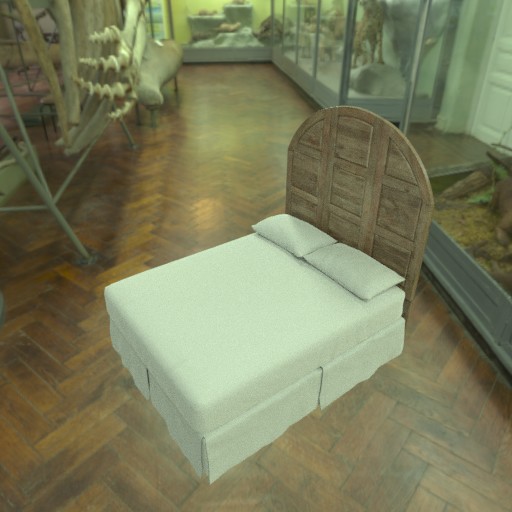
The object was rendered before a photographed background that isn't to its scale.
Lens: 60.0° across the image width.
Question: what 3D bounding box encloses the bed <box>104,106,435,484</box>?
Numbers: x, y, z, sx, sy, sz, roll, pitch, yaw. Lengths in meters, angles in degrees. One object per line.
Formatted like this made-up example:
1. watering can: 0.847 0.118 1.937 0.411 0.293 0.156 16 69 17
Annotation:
1. bed: 0.000 0.000 3.500 2.112 2.002 1.713 -21 37 -31
